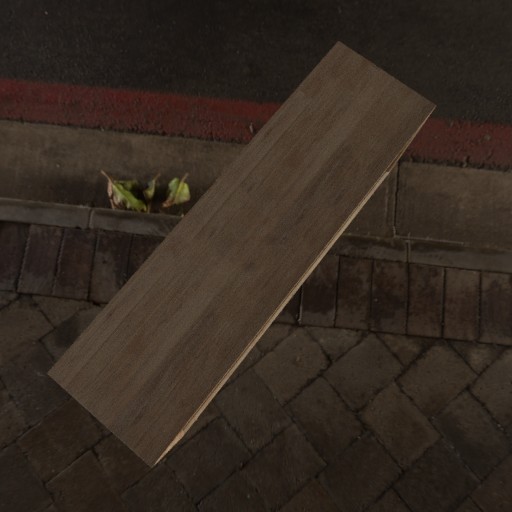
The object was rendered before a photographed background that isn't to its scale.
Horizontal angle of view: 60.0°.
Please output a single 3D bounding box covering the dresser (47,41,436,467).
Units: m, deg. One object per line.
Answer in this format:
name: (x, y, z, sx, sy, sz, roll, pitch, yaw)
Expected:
dresser: (0.000, 0.000, 1.931, 0.455, 0.788, 1.602, 38, 79, 8)
